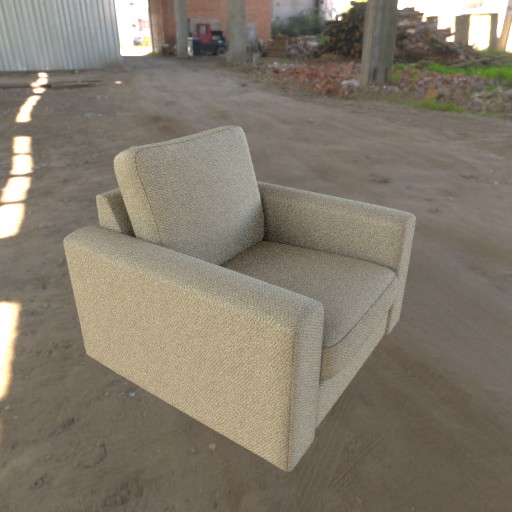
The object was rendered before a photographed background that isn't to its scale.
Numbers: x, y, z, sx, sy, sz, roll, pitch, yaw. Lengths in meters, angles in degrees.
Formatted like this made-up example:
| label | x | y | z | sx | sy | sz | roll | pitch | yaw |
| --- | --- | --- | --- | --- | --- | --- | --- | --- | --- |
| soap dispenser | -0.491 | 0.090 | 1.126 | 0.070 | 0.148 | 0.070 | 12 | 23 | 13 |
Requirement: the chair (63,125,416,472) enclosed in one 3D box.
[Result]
| label | x | y | z | sx | sy | sz | roll | pitch | yaw |
| --- | --- | --- | --- | --- | --- | --- | --- | --- | --- |
| chair | 0.000 | 0.000 | 1.757 | 1.016 | 0.873 | 1.005 | 17 | 31 | 31 |
